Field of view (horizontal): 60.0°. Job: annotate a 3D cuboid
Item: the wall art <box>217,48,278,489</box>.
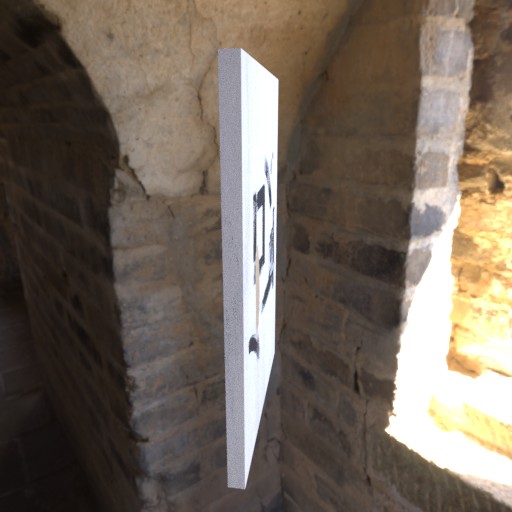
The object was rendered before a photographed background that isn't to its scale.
[{"bbox_3d":[0.000,0.000,1.166,0.043,0.914,0.624,3,17,8],"label":"wall art"}]
